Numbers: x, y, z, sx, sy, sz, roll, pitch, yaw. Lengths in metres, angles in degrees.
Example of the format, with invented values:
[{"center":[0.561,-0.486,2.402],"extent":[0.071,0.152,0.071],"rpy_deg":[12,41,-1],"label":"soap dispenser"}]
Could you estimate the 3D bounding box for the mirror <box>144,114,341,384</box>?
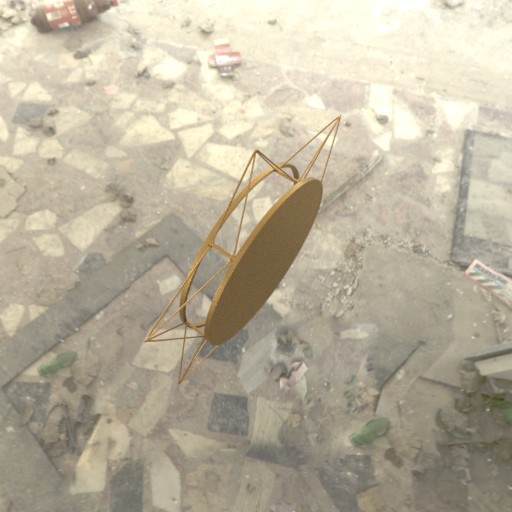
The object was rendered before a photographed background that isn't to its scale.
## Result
[{"center":[0.000,0.000,0.805],"extent":[0.062,0.581,0.498],"rpy_deg":[33,68,15],"label":"mirror"}]
